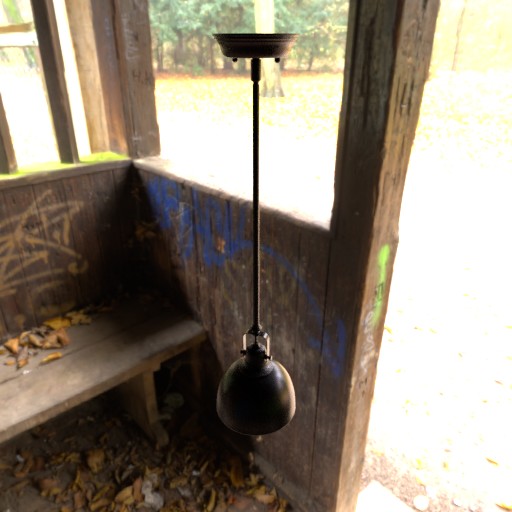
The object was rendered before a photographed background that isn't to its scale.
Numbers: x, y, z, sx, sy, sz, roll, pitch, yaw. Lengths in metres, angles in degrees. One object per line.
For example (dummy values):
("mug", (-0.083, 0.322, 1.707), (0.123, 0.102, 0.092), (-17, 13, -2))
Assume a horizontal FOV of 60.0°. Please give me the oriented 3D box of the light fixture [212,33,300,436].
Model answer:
("light fixture", (0.000, 0.000, 0.857), (0.182, 0.768, 0.182), (9, 27, 17))
